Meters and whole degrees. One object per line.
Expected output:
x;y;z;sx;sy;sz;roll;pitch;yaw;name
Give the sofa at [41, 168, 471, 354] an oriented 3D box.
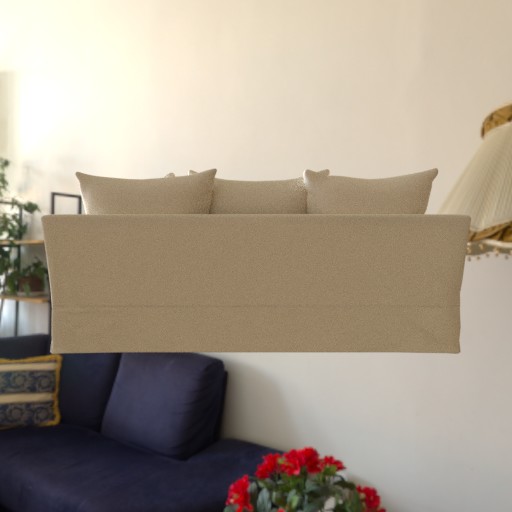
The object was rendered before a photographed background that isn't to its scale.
0.000;0.000;2.827;2.290;1.034;1.031;0;0;0;sofa
